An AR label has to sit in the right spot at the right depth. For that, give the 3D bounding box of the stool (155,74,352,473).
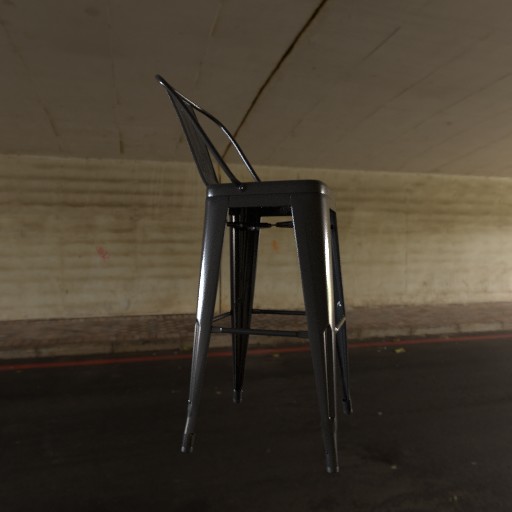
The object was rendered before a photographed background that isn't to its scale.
[{"bbox_3d":[0.000,0.000,1.307,0.528,1.022,0.432,0,1,17],"label":"stool"}]
